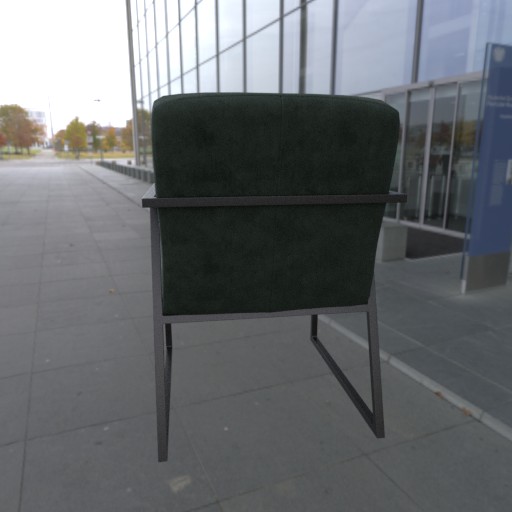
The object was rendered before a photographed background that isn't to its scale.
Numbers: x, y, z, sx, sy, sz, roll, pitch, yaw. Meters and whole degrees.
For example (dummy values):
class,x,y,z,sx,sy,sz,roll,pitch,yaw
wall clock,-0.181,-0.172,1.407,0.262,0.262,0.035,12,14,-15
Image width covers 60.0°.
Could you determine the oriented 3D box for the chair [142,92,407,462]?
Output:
class,x,y,z,sx,sy,sz,roll,pitch,yaw
chair,0.000,0.000,1.290,0.571,0.833,0.677,-2,14,-9
